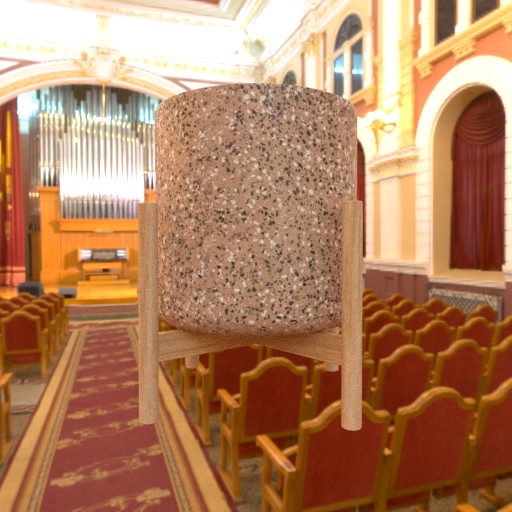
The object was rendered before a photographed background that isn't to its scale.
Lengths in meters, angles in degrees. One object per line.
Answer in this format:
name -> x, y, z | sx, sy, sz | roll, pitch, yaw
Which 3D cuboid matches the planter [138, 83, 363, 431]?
planter -> 0.000, 0.000, 0.684 | 0.360, 0.419, 0.360 | 0, 1, -18
